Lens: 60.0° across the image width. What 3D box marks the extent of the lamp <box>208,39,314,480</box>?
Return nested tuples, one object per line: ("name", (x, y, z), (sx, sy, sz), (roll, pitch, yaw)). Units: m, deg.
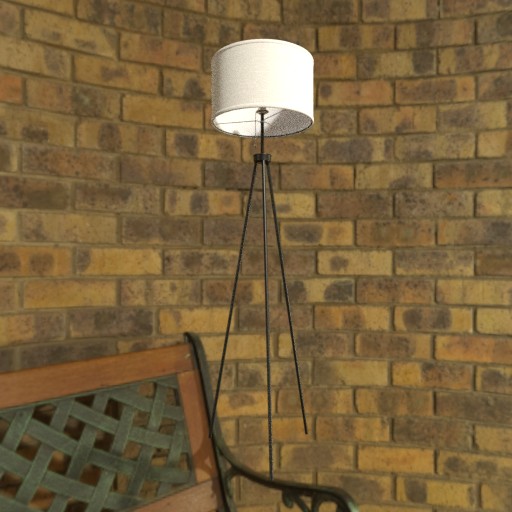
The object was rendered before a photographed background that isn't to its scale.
("lamp", (0.000, 0.000, 1.777), (0.458, 1.545, 0.448), (0, 0, 19))
